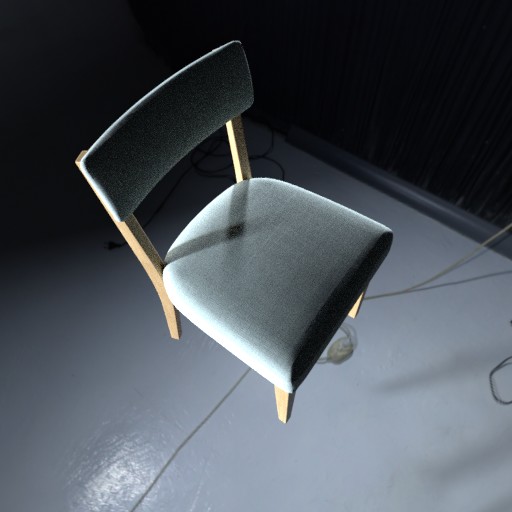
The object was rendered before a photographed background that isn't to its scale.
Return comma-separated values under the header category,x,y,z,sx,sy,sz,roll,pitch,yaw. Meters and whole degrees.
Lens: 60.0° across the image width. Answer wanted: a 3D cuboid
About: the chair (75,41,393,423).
category,x,y,z,sx,sy,sz,roll,pitch,yaw
chair,0.000,0.000,1.187,0.572,0.832,0.508,31,63,18
